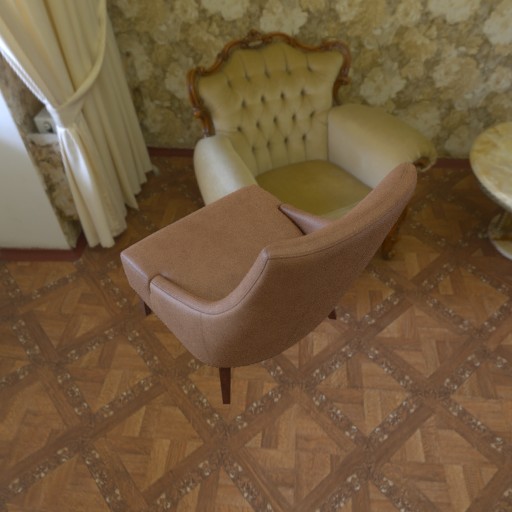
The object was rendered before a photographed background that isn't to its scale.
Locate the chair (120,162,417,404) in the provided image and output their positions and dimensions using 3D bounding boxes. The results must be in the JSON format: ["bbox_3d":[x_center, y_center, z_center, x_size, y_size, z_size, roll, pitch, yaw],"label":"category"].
[{"bbox_3d":[0.000,0.000,1.584,0.701,0.909,0.861,-32,54,-27],"label":"chair"}]
